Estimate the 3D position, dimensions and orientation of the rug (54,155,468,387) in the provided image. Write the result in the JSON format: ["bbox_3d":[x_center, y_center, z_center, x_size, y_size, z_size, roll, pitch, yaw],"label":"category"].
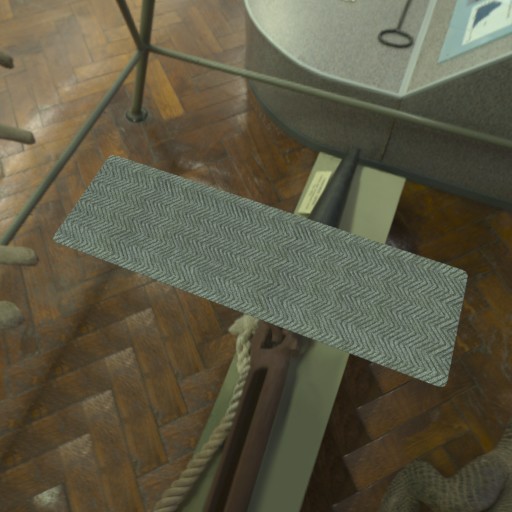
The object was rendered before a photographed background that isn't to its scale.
[{"bbox_3d":[0.000,0.000,2.528,2.286,0.008,0.686,19,65,10],"label":"rug"}]
